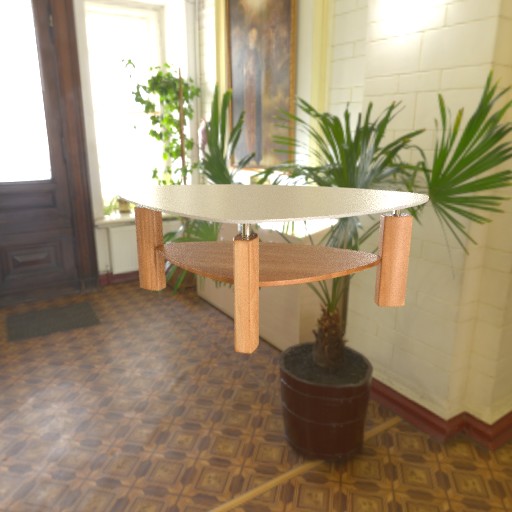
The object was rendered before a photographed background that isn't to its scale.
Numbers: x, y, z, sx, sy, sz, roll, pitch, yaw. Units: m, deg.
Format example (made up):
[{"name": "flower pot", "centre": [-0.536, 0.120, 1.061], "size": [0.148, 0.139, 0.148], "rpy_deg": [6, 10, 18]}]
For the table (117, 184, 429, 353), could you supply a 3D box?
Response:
[{"name": "table", "centre": [0.000, 0.000, 1.675], "size": [1.250, 0.440, 0.850], "rpy_deg": [3, 16, 11]}]
